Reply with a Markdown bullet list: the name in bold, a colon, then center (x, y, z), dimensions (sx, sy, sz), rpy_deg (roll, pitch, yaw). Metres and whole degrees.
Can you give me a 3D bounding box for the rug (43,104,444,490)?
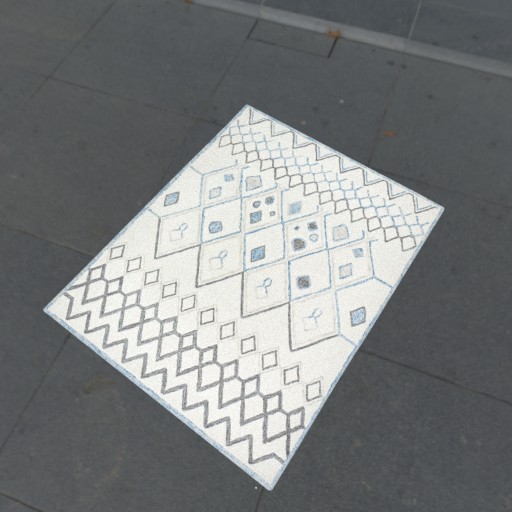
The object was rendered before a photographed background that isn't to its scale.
- **rug**: center (0.000, 0.000, 4.156), dimensions (2.441, 0.013, 3.056), rpy_deg (32, 67, 16)
